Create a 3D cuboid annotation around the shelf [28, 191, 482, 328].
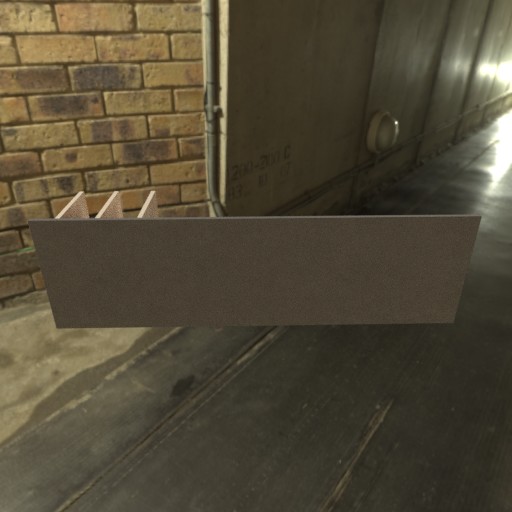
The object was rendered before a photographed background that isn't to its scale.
[{"bbox_3d":[0.000,0.000,1.154,1.020,0.300,0.200,-1,29,-1],"label":"shelf"}]
